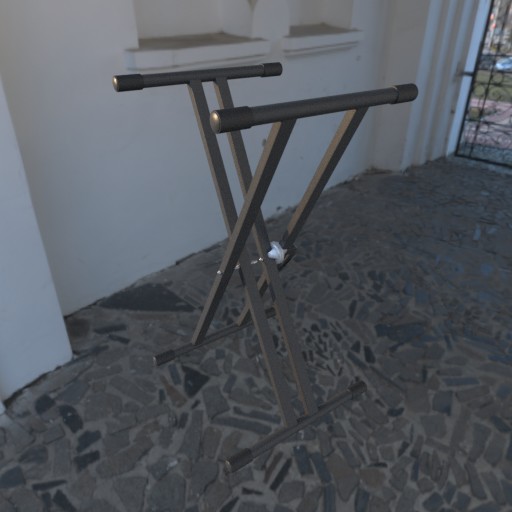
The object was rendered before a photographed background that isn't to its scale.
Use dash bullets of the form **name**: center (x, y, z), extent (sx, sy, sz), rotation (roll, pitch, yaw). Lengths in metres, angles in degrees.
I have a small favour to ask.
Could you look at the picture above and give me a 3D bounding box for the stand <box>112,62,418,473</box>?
- **stand**: center (0.000, 0.000, 1.204), extent (0.495, 0.900, 0.503), rotation (-19, 35, -30)
